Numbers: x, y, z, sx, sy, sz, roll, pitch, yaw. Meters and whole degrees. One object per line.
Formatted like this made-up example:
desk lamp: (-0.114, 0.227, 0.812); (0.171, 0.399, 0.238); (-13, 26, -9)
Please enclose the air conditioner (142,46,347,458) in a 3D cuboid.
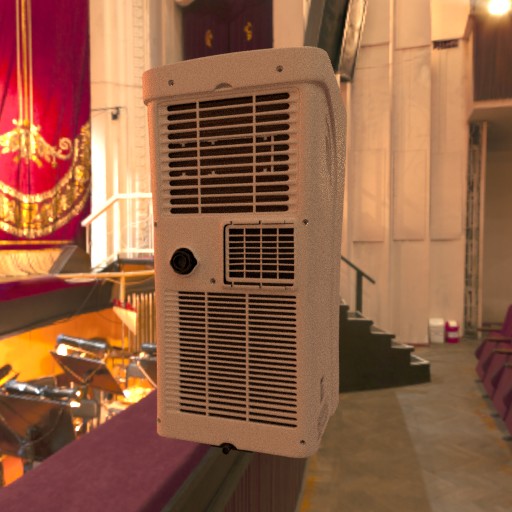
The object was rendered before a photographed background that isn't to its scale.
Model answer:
air conditioner: (0.000, 0.000, 0.945); (0.352, 0.716, 0.369); (1, 2, 19)
